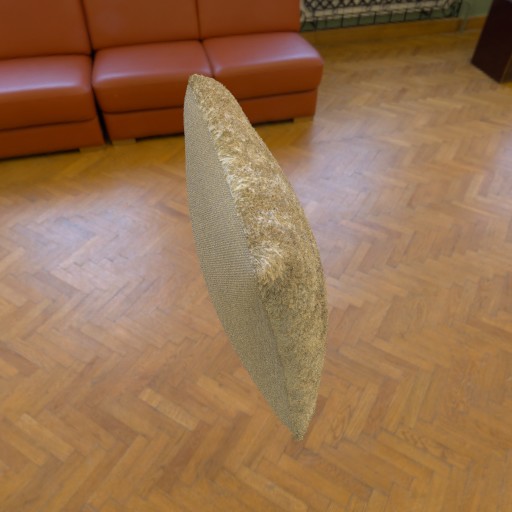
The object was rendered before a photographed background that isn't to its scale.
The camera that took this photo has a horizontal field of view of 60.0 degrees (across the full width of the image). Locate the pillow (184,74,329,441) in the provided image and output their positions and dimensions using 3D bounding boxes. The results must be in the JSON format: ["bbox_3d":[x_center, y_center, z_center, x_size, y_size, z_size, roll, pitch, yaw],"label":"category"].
[{"bbox_3d":[0.000,0.000,0.833,0.218,0.515,0.529,-11,48,-10],"label":"pillow"}]
